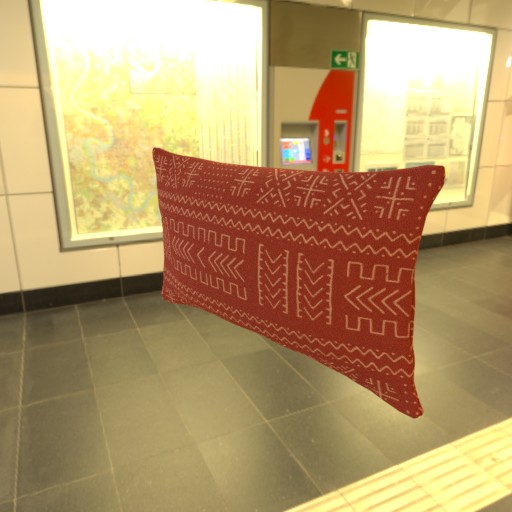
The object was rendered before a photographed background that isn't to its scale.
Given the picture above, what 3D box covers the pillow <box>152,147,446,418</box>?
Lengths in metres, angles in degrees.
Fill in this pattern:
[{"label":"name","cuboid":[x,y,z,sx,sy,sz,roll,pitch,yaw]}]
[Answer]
[{"label":"pillow","cuboid":[0.000,0.000,0.782,0.640,0.352,0.130,16,23,43]}]
